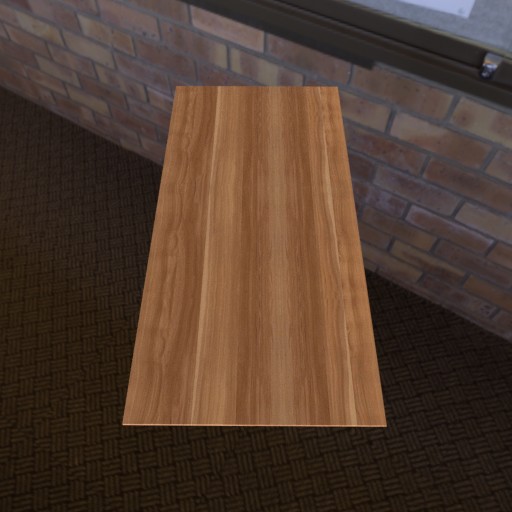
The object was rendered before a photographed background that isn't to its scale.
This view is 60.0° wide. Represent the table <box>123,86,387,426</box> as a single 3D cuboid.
[{"bbox_3d":[0.000,0.000,2.535,1.000,0.770,2.000,0,58,0],"label":"table"}]
